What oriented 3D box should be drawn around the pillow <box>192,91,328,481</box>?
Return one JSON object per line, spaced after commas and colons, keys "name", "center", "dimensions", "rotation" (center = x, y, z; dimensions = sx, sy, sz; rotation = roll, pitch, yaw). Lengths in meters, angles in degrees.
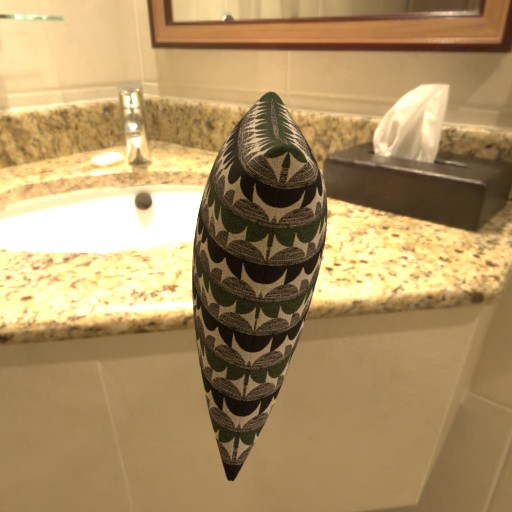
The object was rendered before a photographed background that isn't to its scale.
{"name": "pillow", "center": [0.000, 0.000, 0.633], "dimensions": [0.180, 0.404, 0.419], "rotation": [0, 26, 0]}
